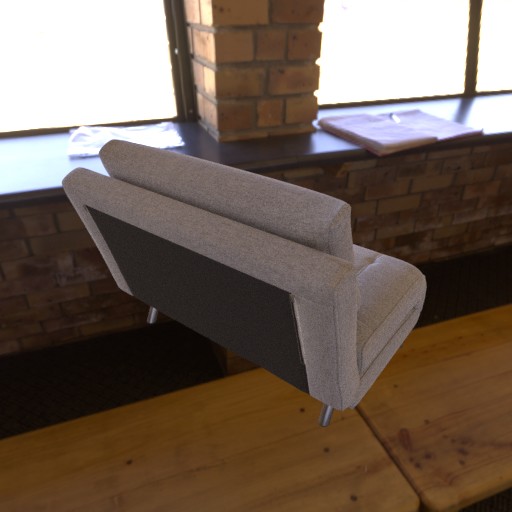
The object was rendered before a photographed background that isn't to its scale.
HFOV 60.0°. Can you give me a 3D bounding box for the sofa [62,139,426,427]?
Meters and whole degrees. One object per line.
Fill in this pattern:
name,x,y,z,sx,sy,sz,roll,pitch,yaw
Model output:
sofa,0.000,0.000,1.863,1.220,0.910,0.910,22,37,32
